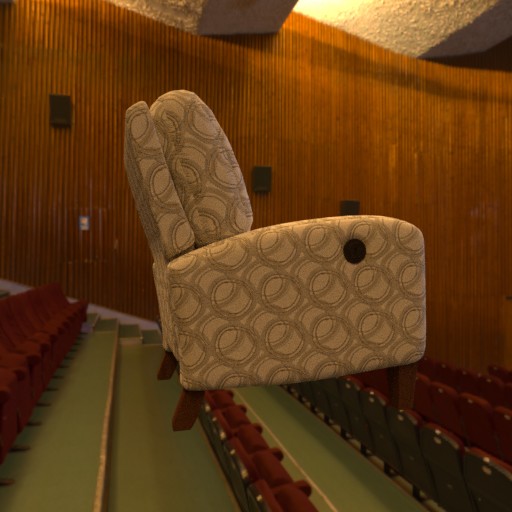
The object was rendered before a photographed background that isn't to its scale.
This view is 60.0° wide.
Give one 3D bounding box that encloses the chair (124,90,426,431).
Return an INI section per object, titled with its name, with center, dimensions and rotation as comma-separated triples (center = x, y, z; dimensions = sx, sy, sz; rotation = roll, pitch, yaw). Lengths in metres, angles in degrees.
[chair]
center = 0.000, 0.000, 1.746
dimensions = 0.995, 1.065, 0.796
rotation = 0, 0, -17
